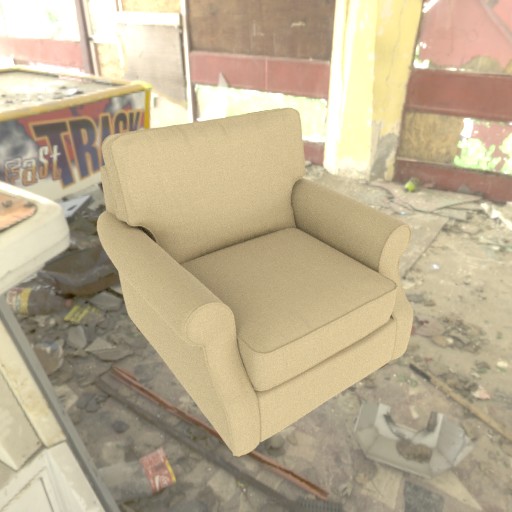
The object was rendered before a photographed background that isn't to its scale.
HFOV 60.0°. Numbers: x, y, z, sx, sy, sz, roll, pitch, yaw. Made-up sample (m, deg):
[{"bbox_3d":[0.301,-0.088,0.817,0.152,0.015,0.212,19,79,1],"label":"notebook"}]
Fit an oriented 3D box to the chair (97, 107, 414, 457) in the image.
[{"bbox_3d":[0.000,0.000,1.760,1.029,0.967,0.966,-20,35,-31],"label":"chair"}]
